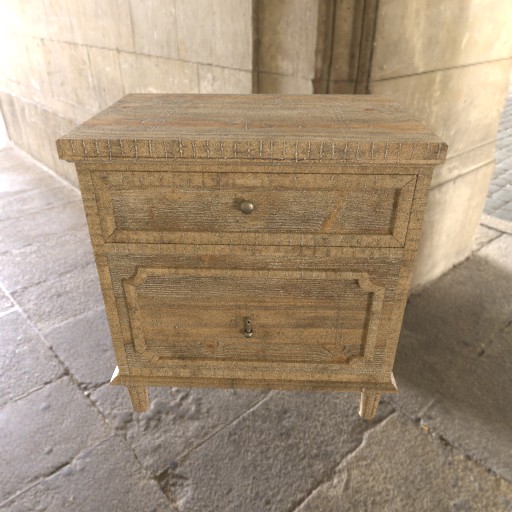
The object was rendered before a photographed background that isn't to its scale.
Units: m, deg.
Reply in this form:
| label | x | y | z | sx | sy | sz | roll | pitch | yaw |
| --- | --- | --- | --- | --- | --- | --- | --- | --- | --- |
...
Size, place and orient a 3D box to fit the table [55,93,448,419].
| label | x | y | z | sx | sy | sz | roll | pitch | yaw |
| --- | --- | --- | --- | --- | --- | --- | --- | --- | --- |
| table | 0.000 | 0.000 | 1.132 | 0.686 | 0.711 | 0.457 | 1 | 30 | 2 |
